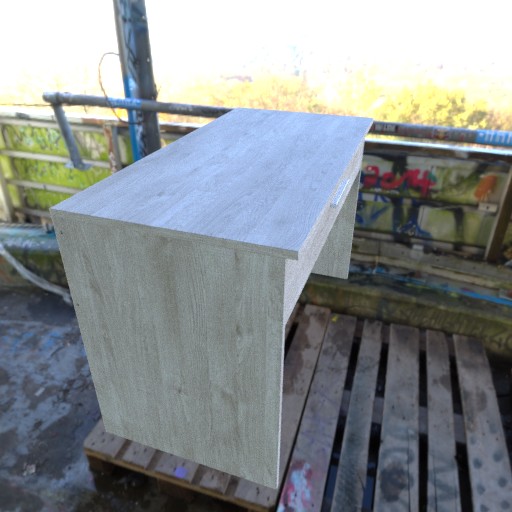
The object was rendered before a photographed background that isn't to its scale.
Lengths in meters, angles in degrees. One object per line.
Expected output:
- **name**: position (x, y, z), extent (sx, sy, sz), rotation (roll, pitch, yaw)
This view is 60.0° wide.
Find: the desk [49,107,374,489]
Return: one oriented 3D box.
- **desk**: position (0.000, 0.000, 1.512), extent (0.560, 0.730, 1.100), rotation (10, 32, 17)
